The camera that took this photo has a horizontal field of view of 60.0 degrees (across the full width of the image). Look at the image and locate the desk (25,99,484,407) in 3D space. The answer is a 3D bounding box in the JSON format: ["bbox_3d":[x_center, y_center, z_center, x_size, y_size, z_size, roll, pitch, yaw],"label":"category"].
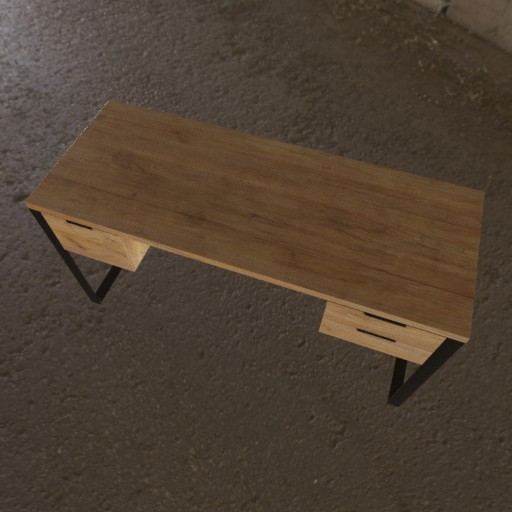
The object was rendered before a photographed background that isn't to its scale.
[{"bbox_3d":[0.000,0.000,1.888,1.520,0.760,0.600,17,58,11],"label":"desk"}]
